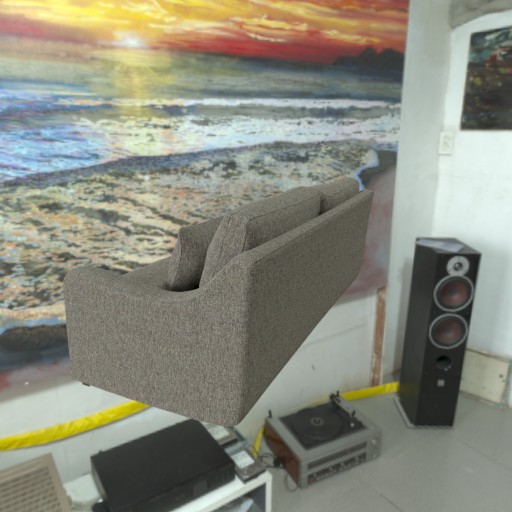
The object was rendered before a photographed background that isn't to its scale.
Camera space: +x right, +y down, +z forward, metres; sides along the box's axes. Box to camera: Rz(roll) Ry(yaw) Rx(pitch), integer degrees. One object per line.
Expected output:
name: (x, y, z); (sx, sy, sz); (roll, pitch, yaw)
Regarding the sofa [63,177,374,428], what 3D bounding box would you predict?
sofa: (0.000, 0.000, 3.043); (1.103, 0.998, 2.418); (7, 17, 24)
